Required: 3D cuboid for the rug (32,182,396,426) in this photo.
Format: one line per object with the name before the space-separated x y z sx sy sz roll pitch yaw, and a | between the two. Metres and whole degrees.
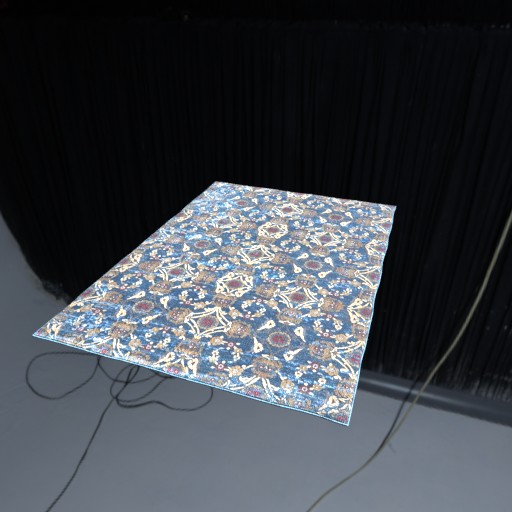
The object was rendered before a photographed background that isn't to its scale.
rug | 0.000 0.000 2.860 1.567 0.014 2.207 10 32 17
